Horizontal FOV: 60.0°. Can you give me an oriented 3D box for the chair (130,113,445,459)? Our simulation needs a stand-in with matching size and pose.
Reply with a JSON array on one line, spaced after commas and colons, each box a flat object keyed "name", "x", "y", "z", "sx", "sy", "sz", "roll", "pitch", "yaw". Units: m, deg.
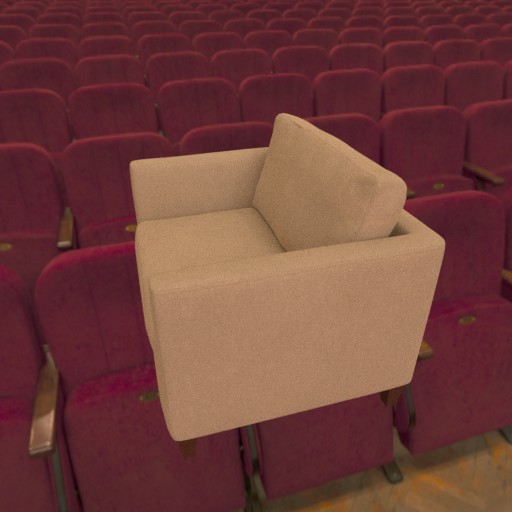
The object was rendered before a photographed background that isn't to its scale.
[{"name": "chair", "x": 0.000, "y": 0.000, "z": 1.846, "sx": 0.959, "sy": 0.961, "sz": 1.107, "roll": -9, "pitch": 32, "yaw": -14}]
